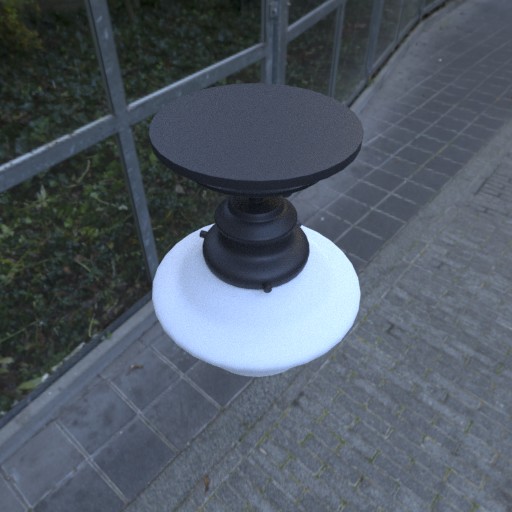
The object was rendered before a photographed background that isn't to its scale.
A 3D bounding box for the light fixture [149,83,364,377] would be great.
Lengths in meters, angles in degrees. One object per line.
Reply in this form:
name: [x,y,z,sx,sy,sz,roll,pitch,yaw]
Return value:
light fixture: [0.000,0.000,0.401,0.197,0.254,0.197,0,42,0]
